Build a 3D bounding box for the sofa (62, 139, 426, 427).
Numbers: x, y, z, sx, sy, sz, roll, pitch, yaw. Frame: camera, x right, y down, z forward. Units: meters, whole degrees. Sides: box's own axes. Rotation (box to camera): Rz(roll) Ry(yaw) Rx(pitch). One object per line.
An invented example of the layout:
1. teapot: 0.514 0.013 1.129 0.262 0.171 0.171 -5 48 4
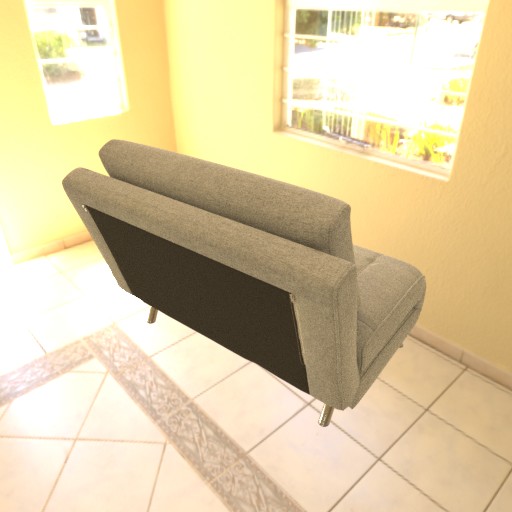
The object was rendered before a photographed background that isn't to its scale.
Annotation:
1. sofa: 0.000 0.000 1.863 1.220 0.910 0.910 22 37 32
